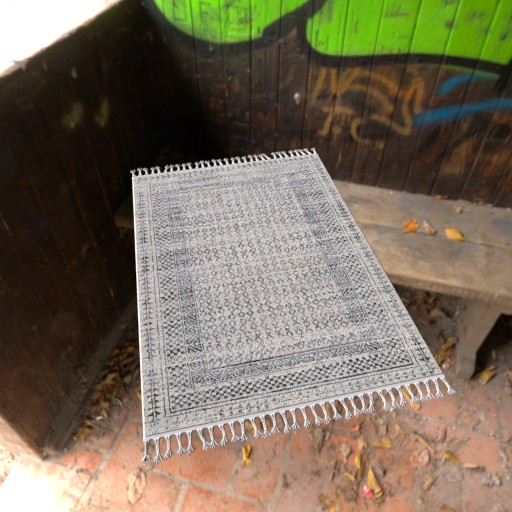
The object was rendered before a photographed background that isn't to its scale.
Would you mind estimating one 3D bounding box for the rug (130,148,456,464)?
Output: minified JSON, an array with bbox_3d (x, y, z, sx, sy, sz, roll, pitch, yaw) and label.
[{"bbox_3d":[0.000,0.000,2.300,1.243,0.013,1.872,-9,46,-9],"label":"rug"}]
